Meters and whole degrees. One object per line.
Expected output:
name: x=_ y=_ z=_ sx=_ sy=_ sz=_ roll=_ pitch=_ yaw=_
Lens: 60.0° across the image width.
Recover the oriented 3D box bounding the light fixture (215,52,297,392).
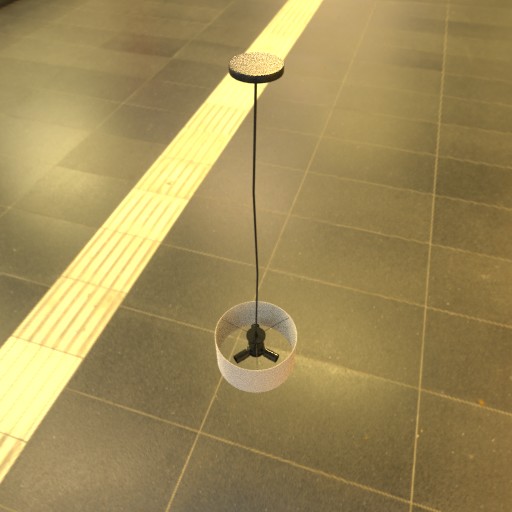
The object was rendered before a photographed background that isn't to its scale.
light fixture: x=0.000 y=0.000 z=1.751 sx=0.399 sy=1.516 sz=0.399 roll=0 pitch=46 yaw=0
